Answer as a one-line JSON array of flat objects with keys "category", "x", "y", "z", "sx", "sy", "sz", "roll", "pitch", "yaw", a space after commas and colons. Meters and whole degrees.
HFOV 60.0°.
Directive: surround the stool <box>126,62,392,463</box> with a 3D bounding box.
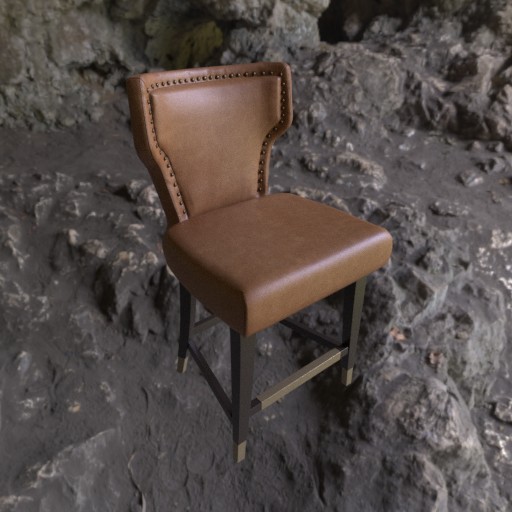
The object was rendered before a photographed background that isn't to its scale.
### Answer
[{"category": "stool", "x": 0.000, "y": 0.000, "z": 1.284, "sx": 0.526, "sy": 0.982, "sz": 0.563, "roll": -22, "pitch": 36, "yaw": -33}]
